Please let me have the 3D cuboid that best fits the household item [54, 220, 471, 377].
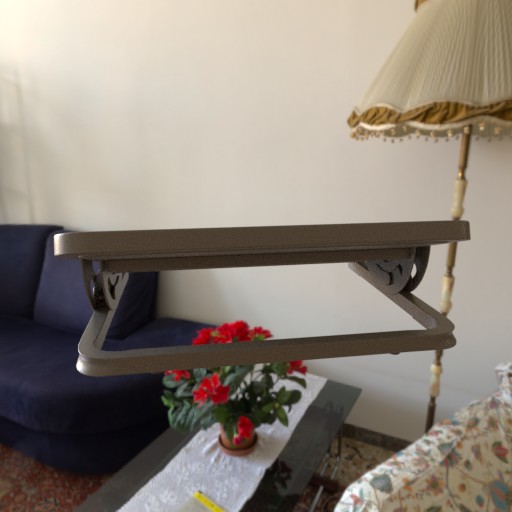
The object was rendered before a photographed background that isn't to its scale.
[{"bbox_3d":[0.000,0.000,0.532,0.390,0.126,0.301,-2,15,-9],"label":"household item"}]
